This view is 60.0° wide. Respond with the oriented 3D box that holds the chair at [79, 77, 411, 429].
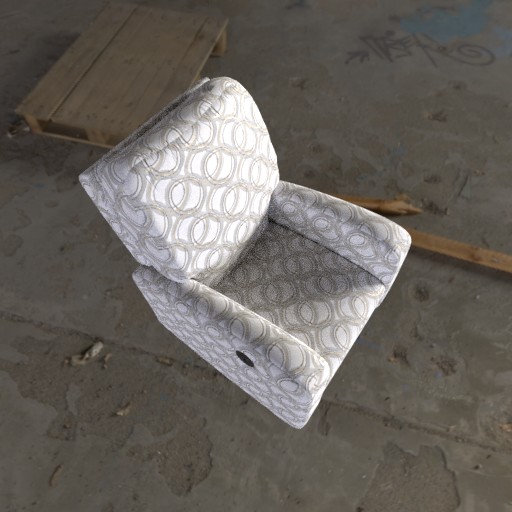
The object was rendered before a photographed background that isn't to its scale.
[{"bbox_3d":[0.000,0.000,1.793,0.995,1.065,0.796,31,62,19],"label":"chair"}]
